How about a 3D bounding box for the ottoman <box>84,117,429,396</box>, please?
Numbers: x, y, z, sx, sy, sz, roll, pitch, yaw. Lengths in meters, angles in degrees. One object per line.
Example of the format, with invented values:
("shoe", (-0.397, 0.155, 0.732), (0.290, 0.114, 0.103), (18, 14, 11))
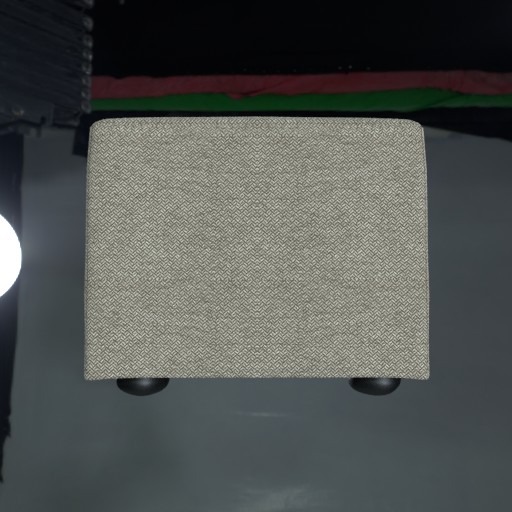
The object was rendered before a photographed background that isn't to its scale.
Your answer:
("ottoman", (0.000, 0.000, 0.902), (0.519, 0.453, 0.512), (0, -2, 0))
